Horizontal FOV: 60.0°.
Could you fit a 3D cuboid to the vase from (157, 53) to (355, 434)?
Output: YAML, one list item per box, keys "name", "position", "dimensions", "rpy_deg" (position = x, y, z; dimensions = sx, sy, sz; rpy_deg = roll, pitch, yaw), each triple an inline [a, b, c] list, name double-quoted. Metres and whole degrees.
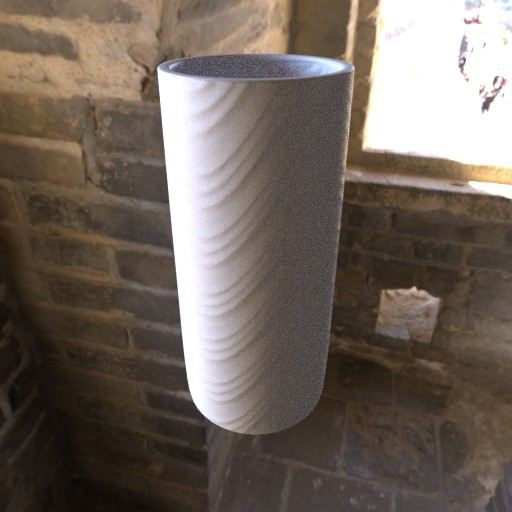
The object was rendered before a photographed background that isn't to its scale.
- name: "vase"
  position: [0.000, 0.000, 0.394]
  dimensions: [0.143, 0.316, 0.143]
  rpy_deg: [0, 30, 0]
